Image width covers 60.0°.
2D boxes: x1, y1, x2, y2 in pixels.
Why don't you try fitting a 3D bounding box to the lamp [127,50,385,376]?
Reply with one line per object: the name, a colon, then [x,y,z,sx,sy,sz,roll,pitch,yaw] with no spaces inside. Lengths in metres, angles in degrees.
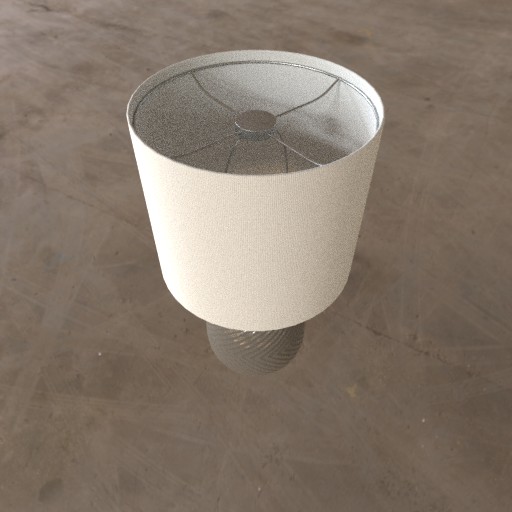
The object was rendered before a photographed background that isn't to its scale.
lamp: [0.000,0.000,0.492,0.207,0.366,0.207,-30,53,-26]
